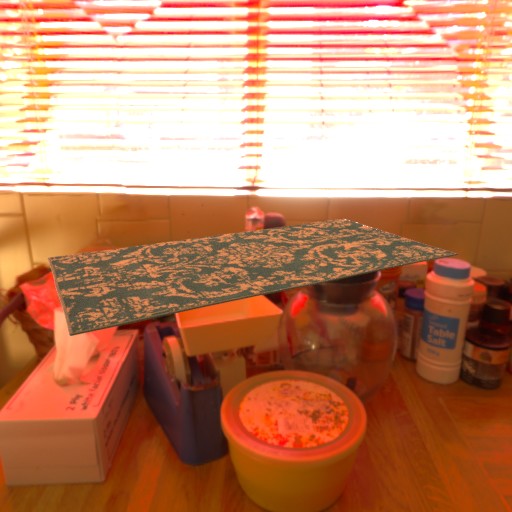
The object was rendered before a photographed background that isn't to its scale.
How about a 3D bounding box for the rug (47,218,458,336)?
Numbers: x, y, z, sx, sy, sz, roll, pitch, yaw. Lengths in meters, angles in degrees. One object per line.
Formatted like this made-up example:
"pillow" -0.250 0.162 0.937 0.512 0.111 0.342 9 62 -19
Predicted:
"rug" 0.000 0.000 1.465 1.219 0.007 0.604 -9 20 -27
